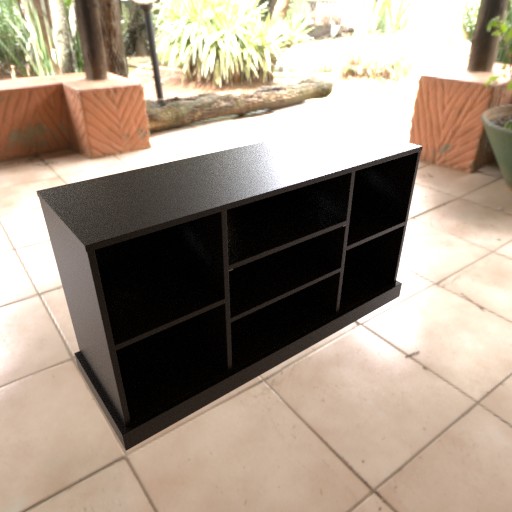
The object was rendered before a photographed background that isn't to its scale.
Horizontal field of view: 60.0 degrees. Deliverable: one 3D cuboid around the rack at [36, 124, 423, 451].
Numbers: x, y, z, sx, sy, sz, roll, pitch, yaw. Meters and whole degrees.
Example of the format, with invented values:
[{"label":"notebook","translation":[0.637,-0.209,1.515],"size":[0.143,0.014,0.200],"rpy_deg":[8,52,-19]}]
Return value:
[{"label":"rack","translation":[0.000,0.000,1.516],"size":[1.206,0.635,0.399],"rpy_deg":[-21,36,-32]}]
